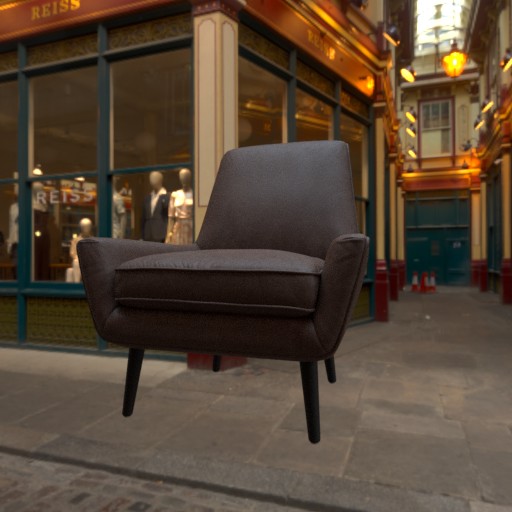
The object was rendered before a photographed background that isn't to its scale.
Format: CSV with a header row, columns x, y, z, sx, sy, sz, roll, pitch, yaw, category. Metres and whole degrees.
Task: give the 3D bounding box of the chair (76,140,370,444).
x,y,z,sx,sy,sz,roll,pitch,yaw,category
0.000,0.000,1.453,0.787,0.888,0.824,0,0,19,chair
